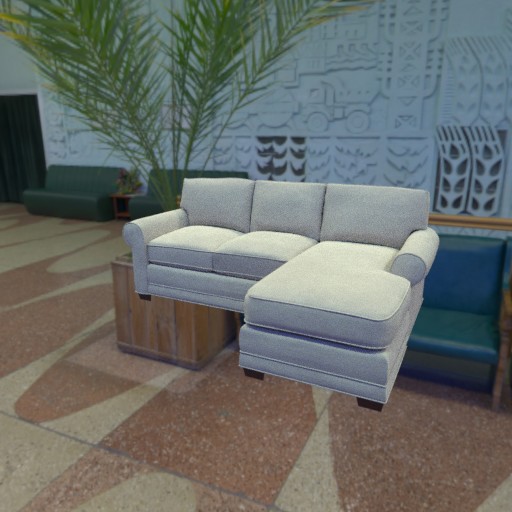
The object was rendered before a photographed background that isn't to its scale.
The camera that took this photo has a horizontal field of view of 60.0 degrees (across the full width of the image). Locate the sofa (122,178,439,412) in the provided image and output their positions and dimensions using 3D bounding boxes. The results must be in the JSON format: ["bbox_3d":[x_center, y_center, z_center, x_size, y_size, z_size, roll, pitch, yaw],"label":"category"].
[{"bbox_3d":[0.000,0.000,2.419,1.770,0.734,1.226,8,17,26],"label":"sofa"}]
